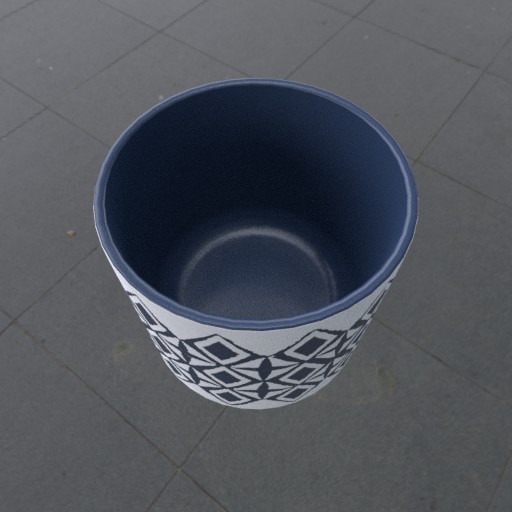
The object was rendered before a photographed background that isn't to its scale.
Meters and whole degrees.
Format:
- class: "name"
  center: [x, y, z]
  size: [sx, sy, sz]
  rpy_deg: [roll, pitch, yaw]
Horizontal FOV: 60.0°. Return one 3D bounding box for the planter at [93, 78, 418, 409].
- class: "planter"
  center: [0.000, 0.000, 0.394]
  size: [0.224, 0.203, 0.224]
  rpy_deg: [0, 59, 0]
